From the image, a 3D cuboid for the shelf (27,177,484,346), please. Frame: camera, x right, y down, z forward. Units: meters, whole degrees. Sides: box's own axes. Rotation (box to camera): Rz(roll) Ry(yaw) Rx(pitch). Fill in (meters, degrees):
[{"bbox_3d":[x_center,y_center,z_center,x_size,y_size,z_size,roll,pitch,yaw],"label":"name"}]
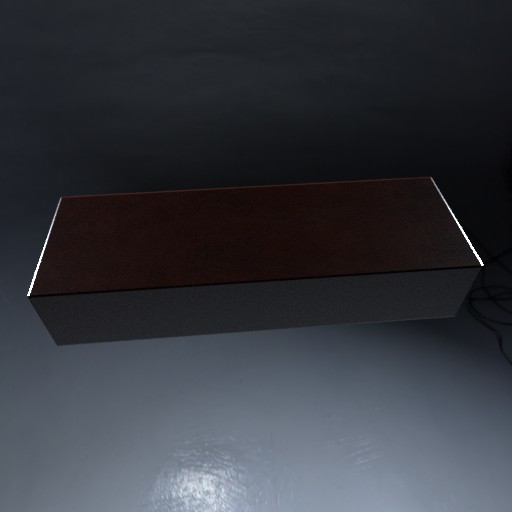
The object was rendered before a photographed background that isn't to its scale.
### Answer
[{"bbox_3d":[0.000,0.000,0.526,0.457,0.088,0.152,-4,47,-3],"label":"shelf"}]
